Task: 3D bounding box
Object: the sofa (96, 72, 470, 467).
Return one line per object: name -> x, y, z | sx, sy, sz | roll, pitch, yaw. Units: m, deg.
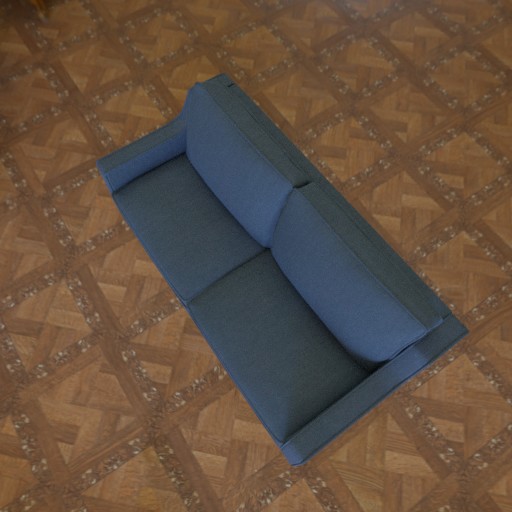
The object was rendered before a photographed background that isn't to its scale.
sofa -> 0.000, 0.000, 2.750 | 1.066, 1.071, 2.178 | -33, 68, -15
